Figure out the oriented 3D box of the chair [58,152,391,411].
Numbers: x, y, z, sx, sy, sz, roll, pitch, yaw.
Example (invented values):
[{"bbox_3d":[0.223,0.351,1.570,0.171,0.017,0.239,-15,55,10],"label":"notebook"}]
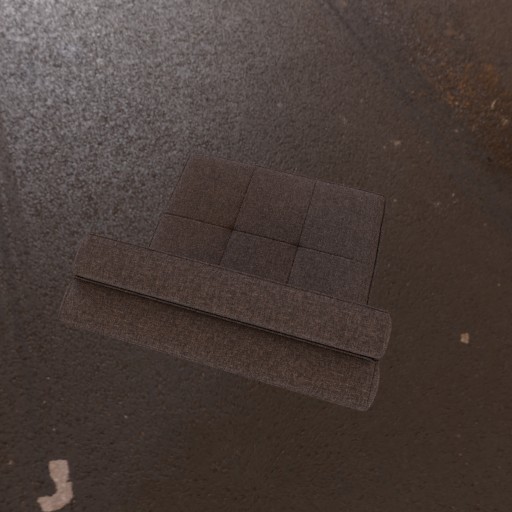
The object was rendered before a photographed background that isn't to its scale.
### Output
[{"bbox_3d":[0.000,0.000,1.334,0.740,0.615,0.800,14,63,8],"label":"chair"}]
